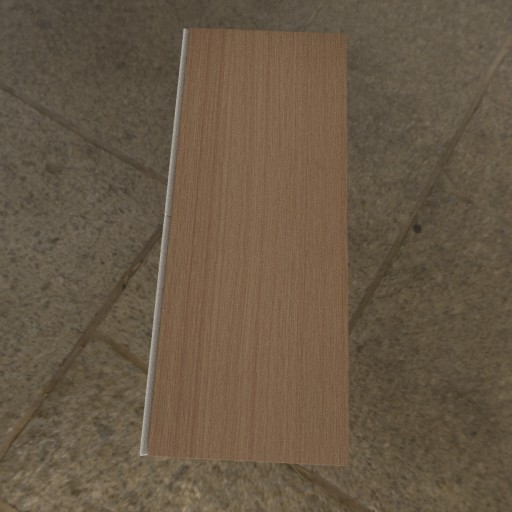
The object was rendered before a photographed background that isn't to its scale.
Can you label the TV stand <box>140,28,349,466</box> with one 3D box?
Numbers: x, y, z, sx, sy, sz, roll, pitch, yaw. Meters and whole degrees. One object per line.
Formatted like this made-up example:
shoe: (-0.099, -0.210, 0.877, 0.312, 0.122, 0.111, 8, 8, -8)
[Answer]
TV stand: (0.000, 0.000, 1.300, 0.407, 0.660, 0.991, 3, 75, 1)
